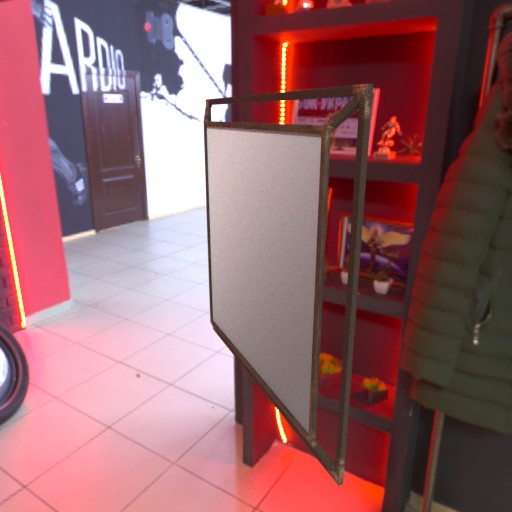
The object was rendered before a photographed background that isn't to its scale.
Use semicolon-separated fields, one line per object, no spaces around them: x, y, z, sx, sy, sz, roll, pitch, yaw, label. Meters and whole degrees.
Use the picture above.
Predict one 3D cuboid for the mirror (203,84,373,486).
0.000;0.000;0.888;0.032;0.610;0.610;-8;19;-24;mirror
